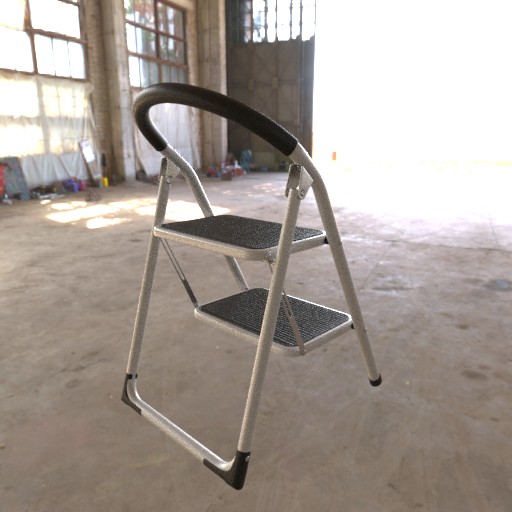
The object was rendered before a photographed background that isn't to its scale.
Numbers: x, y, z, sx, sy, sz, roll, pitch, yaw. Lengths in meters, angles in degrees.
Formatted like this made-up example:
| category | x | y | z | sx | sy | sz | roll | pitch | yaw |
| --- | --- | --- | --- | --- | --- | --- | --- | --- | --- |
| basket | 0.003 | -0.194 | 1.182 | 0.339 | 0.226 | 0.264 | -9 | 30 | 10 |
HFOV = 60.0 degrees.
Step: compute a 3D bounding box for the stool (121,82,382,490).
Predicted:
| category | x | y | z | sx | sy | sz | roll | pitch | yaw |
| --- | --- | --- | --- | --- | --- | --- | --- | --- | --- |
| stool | 0.000 | 0.000 | 1.094 | 0.453 | 0.760 | 0.559 | 14 | 20 | 43 |
